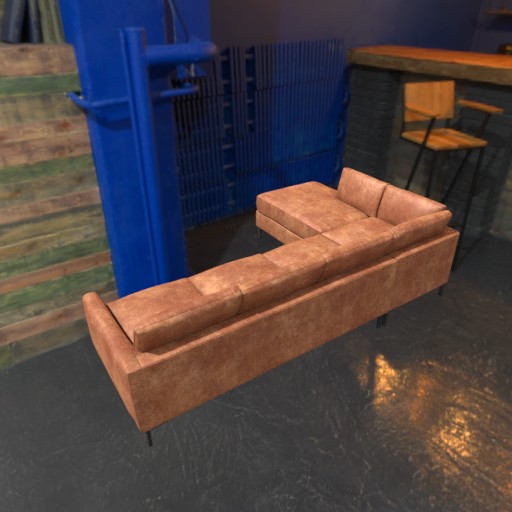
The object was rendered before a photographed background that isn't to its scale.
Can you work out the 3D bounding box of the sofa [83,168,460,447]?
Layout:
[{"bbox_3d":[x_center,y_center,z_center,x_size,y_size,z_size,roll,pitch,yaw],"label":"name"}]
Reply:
[{"bbox_3d":[0.000,0.000,3.868,2.984,0.877,1.938,-19,35,-29],"label":"sofa"}]
